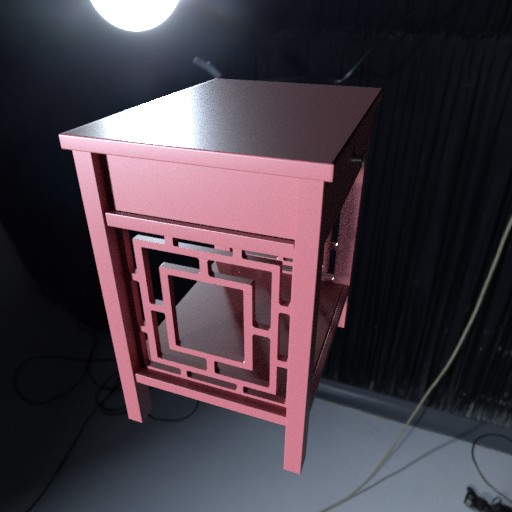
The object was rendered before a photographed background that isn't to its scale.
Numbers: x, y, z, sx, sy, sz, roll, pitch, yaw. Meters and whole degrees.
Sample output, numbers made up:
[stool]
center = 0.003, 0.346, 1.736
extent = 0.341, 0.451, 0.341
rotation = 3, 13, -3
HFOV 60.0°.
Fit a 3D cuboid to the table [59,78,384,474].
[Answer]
[table]
center = 0.000, 0.000, 1.052
extent = 0.451, 0.686, 0.599
rotation = 10, 32, 17
